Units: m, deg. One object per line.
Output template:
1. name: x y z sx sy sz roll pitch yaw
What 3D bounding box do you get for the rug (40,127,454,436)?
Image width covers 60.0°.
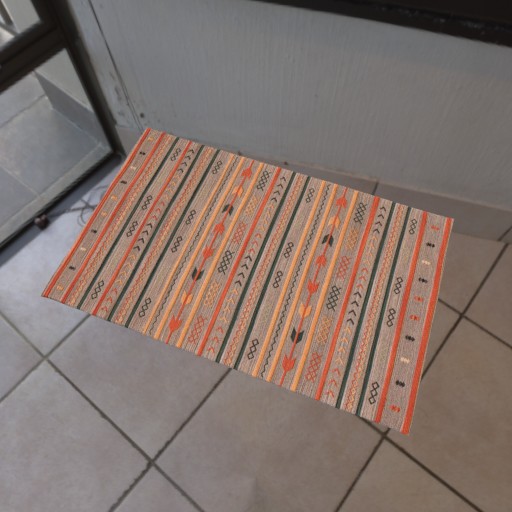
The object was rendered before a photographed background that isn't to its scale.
1. rug: 0.000 0.000 3.027 2.439 0.029 1.537 19 65 9
